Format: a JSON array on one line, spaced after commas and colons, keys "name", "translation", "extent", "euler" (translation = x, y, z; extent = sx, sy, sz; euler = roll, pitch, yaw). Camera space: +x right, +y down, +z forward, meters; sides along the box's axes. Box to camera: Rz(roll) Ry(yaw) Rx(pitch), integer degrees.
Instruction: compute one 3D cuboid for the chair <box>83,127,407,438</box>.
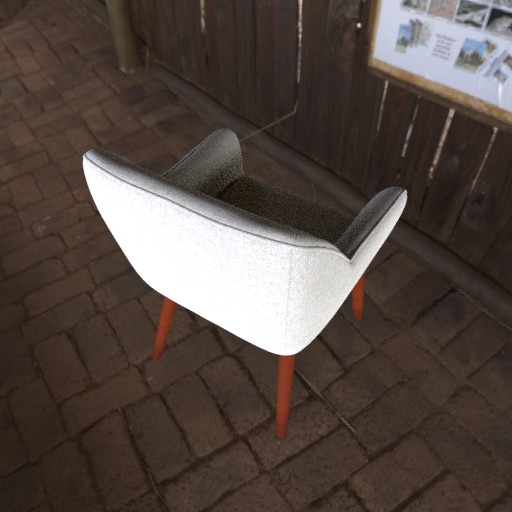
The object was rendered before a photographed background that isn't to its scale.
[{"name": "chair", "translation": [0.000, 0.000, 1.243], "extent": [0.610, 0.813, 0.610], "euler": [25, 51, 22]}]
